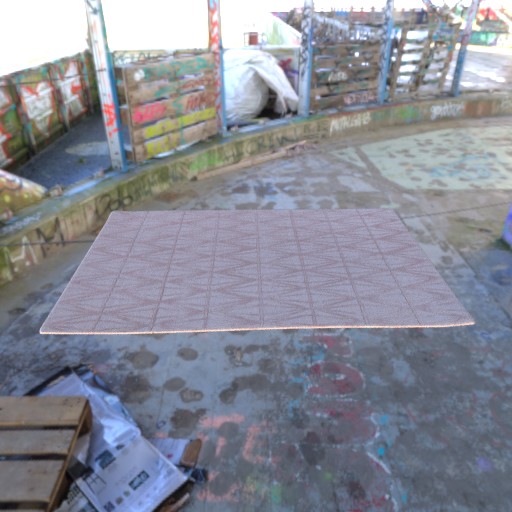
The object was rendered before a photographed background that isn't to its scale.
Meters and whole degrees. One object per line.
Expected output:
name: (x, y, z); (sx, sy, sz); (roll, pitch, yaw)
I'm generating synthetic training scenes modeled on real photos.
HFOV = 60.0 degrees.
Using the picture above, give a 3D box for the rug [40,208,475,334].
rug: (0.000, 0.000, 2.375); (1.837, 0.025, 1.230); (-1, 30, -1)
